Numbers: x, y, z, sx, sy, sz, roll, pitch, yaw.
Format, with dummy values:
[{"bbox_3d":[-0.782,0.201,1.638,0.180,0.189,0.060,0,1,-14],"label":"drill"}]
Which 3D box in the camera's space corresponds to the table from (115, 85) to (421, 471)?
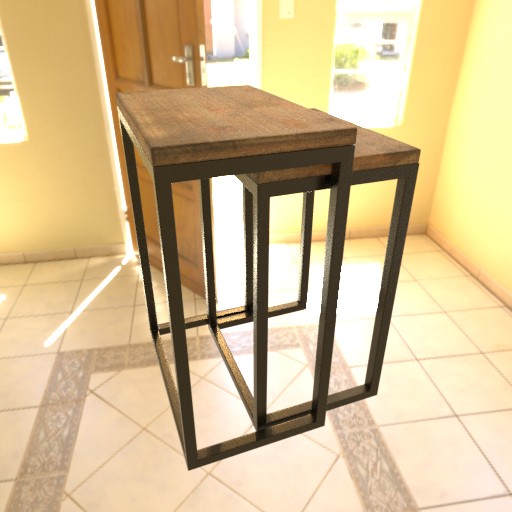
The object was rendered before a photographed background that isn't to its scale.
[{"bbox_3d":[0.000,0.000,0.935,0.460,0.615,0.456,-9,30,-16],"label":"table"}]
